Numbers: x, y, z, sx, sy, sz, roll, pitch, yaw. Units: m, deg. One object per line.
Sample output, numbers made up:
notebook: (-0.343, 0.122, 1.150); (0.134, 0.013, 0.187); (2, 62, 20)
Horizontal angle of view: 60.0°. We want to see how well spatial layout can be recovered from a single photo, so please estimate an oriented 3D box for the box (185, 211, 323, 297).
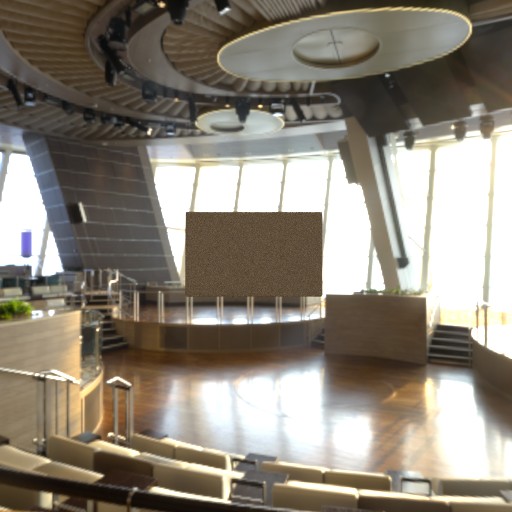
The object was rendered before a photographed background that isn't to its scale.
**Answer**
box: (0.000, 0.000, 0.492); (0.082, 0.051, 0.461); (0, 0, 0)
